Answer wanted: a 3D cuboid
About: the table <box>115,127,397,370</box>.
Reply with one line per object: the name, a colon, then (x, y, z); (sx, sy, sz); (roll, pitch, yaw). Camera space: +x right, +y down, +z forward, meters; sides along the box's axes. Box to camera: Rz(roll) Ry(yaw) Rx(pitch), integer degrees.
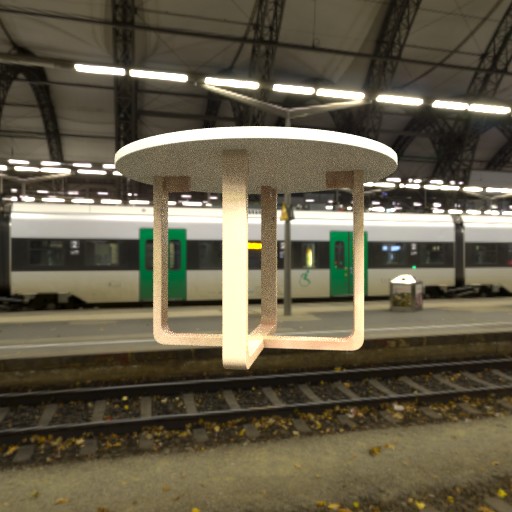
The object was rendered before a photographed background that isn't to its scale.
table: (0.000, 0.000, 0.987); (0.600, 0.400, 0.600); (0, 0, 0)
